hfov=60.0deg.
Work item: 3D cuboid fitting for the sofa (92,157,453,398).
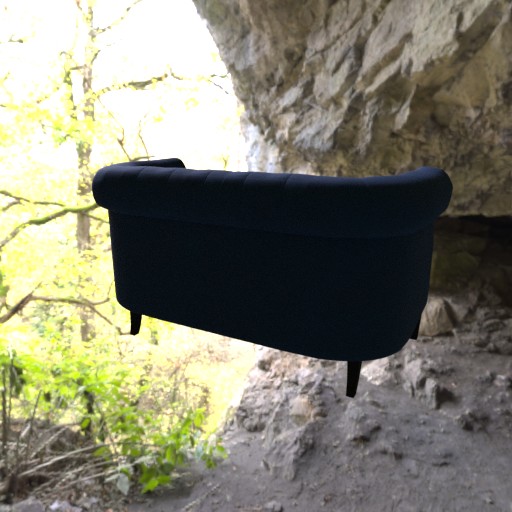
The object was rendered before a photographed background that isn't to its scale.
[{"bbox_3d":[0.000,0.000,2.036,1.558,0.827,0.835,8,18,28],"label":"sofa"}]
